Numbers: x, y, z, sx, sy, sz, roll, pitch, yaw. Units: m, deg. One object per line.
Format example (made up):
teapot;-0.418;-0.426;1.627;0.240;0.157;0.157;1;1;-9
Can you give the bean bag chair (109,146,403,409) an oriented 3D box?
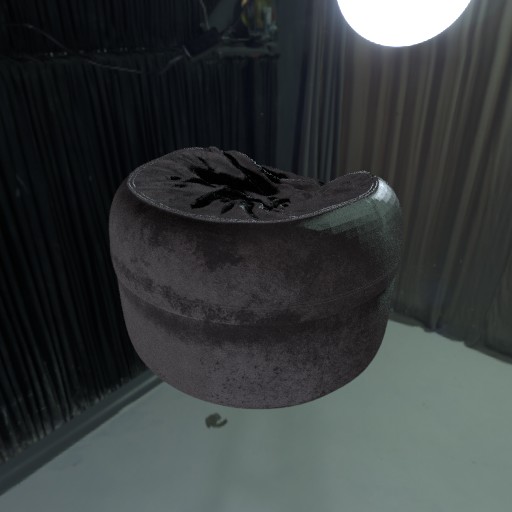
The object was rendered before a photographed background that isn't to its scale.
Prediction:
bean bag chair;0.000;0.000;1.485;0.918;0.605;0.918;0;28;0
